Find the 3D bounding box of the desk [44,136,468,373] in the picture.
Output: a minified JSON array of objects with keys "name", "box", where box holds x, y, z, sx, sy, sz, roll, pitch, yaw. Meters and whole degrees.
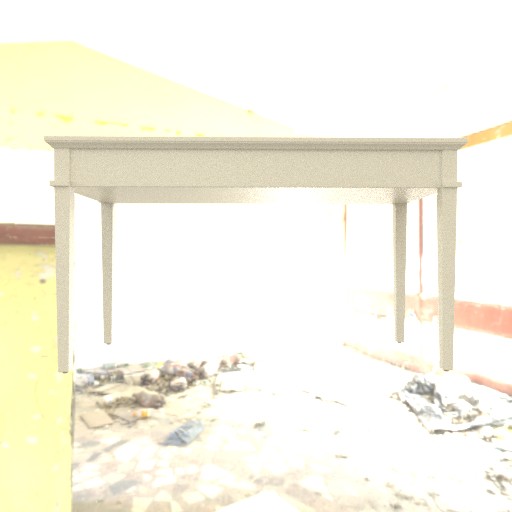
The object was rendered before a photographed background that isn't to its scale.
[{"name":"desk","box":[0.000,0.000,1.713,1.372,0.774,0.559,0,0,-1]}]
